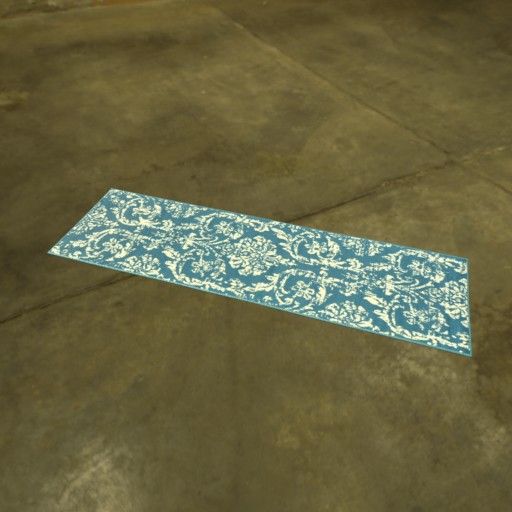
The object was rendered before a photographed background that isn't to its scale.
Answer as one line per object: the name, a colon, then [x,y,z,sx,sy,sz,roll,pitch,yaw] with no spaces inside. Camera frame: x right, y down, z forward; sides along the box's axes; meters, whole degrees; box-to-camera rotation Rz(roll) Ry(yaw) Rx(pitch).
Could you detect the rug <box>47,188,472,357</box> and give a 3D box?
rug: [0.000,0.000,2.413,2.196,0.011,0.662,12,44,13]
